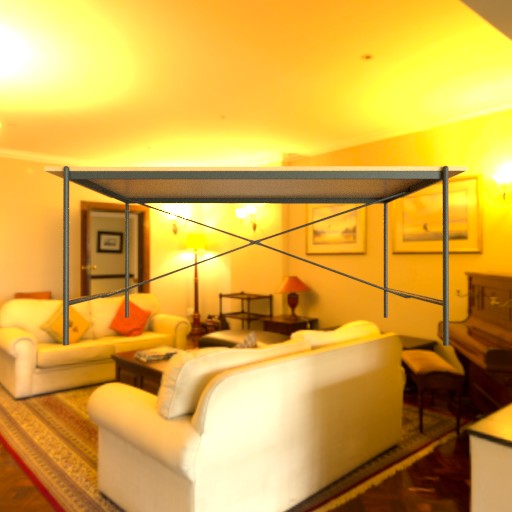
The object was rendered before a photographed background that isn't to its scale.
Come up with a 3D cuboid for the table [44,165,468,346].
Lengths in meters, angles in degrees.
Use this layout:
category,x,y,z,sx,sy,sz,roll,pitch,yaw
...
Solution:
category,x,y,z,sx,sy,sz,roll,pitch,yaw
table,0.000,0.000,2.310,1.800,0.758,0.900,0,0,0
